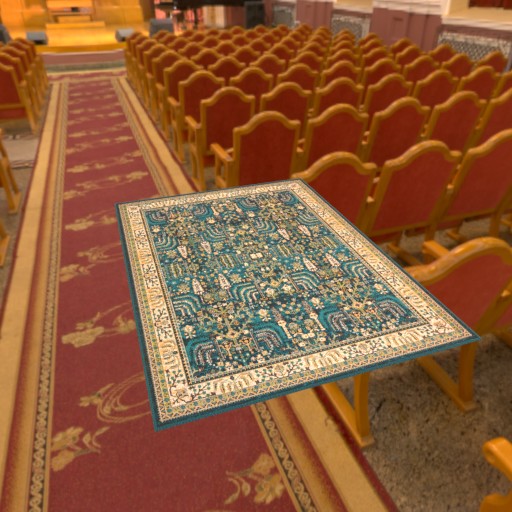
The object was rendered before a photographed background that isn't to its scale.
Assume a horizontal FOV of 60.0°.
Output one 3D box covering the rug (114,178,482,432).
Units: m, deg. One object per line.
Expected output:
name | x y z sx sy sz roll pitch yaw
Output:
rug | 0.000 0.000 3.943 2.226 0.015 3.044 -10 34 -16
